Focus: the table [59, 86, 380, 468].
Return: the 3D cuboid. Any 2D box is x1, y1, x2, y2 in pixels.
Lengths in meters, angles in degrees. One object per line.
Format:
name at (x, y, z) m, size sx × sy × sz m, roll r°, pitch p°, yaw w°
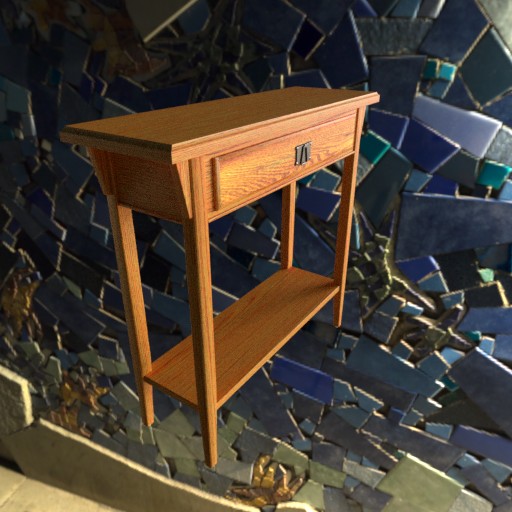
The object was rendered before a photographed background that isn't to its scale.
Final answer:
table at (0.000, 0.000, 1.094) m, size 0.254 × 0.711 × 0.762 m, roll 17°, pitch 31°, yaw 31°
